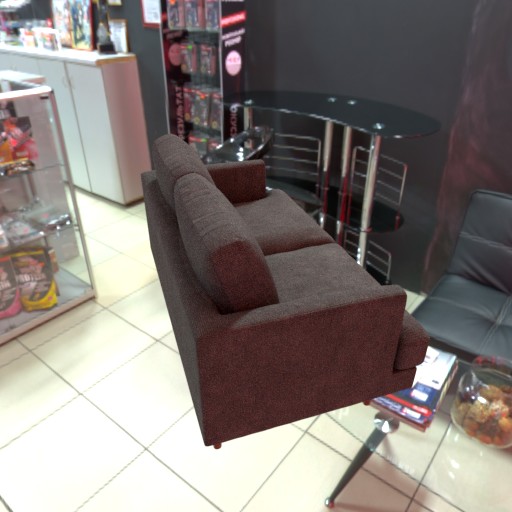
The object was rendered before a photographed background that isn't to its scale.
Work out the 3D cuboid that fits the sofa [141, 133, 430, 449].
[{"bbox_3d":[0.000,0.000,2.183,0.903,0.956,1.582,-10,32,-16],"label":"sofa"}]
